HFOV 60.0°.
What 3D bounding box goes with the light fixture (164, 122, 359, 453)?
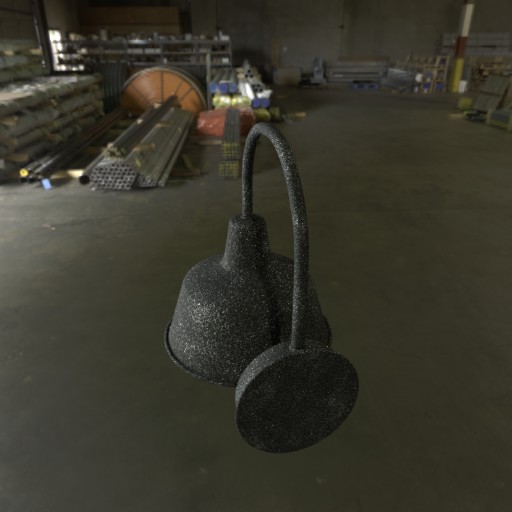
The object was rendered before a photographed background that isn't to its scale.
[{"bbox_3d":[0.000,0.000,0.496,0.216,0.300,0.283,-7,27,-15],"label":"light fixture"}]
